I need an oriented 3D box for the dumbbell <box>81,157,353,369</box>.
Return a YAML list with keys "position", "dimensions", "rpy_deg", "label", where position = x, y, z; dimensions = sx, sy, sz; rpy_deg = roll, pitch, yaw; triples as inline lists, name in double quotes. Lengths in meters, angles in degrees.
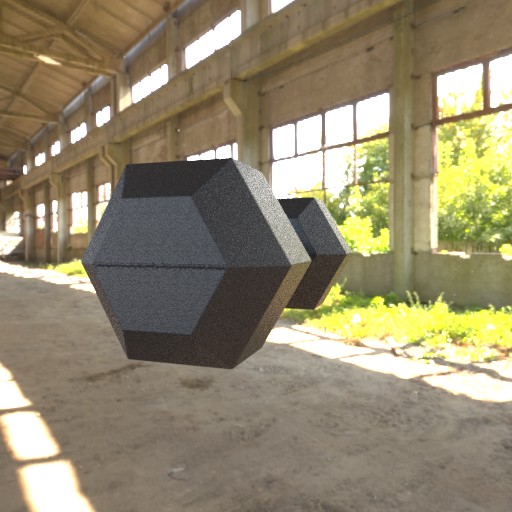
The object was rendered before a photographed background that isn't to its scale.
- position: [0.000, 0.000, 0.372]
  dimensions: [0.129, 0.113, 0.315]
  rpy_deg: [1, 2, 19]
  label: "dumbbell"
